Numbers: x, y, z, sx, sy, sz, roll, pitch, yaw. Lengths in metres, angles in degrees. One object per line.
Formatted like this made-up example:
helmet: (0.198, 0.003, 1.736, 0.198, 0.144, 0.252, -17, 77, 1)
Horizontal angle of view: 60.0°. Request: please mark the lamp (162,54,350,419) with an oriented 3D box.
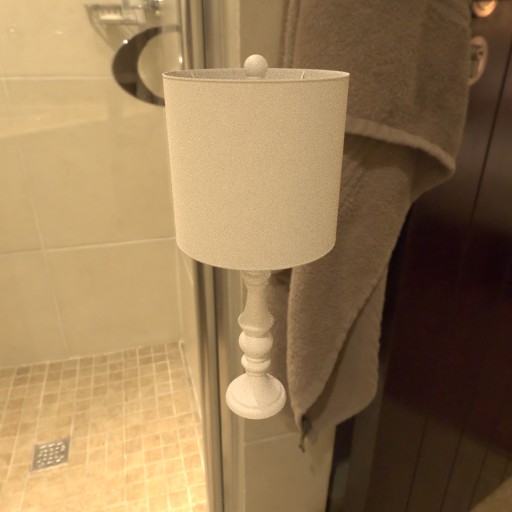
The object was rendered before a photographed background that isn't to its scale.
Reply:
lamp: (0.000, 0.000, 0.722, 0.250, 0.597, 0.250, 18, 31, 33)
